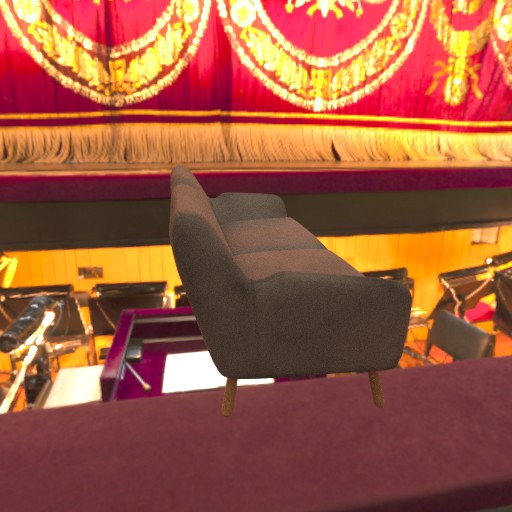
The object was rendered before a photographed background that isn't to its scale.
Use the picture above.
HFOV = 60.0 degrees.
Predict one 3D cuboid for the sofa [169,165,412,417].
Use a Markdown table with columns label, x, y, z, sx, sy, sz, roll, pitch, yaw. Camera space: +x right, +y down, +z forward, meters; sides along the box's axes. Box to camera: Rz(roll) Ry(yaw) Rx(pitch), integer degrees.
| label | x | y | z | sx | sy | sz | roll | pitch | yaw |
| --- | --- | --- | --- | --- | --- | --- | --- | --- | --- |
| sofa | 0.000 | 0.000 | 2.322 | 0.850 | 0.810 | 1.870 | -3 | 17 | -10 |
